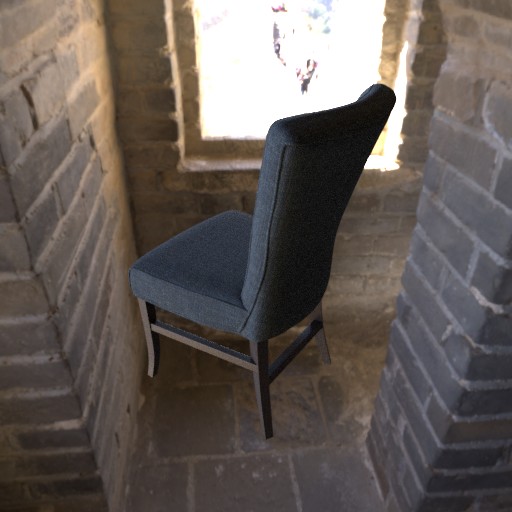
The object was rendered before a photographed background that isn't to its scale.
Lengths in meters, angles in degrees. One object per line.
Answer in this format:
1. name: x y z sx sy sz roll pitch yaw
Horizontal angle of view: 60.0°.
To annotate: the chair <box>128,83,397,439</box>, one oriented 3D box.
1. chair: 0.000 0.000 1.363 0.660 0.991 0.520 21 37 30
